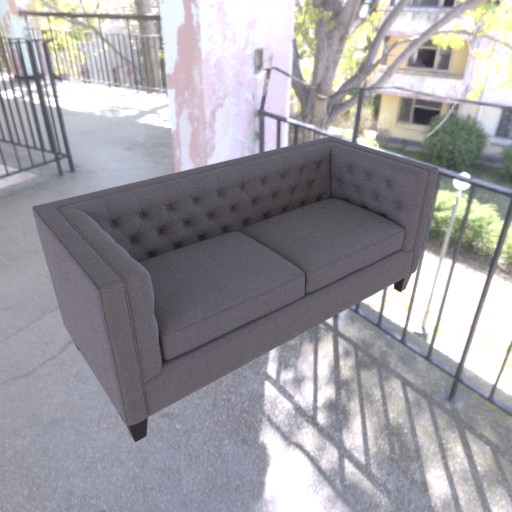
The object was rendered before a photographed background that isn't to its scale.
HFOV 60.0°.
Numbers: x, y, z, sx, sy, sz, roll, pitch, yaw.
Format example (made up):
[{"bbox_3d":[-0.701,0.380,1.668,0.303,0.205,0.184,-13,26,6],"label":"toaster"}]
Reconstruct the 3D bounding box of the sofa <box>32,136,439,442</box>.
[{"bbox_3d":[0.000,0.000,2.236,1.778,0.762,0.775,-21,36,-32],"label":"sofa"}]
